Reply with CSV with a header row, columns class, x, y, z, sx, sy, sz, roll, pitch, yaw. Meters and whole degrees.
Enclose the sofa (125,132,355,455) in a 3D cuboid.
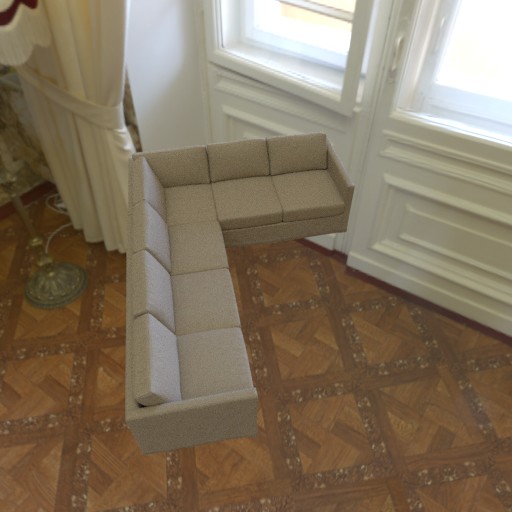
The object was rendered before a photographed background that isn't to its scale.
class,x,y,z,sx,sy,sz,roll,pitch,yaw
sofa,0.000,0.000,4.412,2.432,0.871,3.182,-8,47,-8
